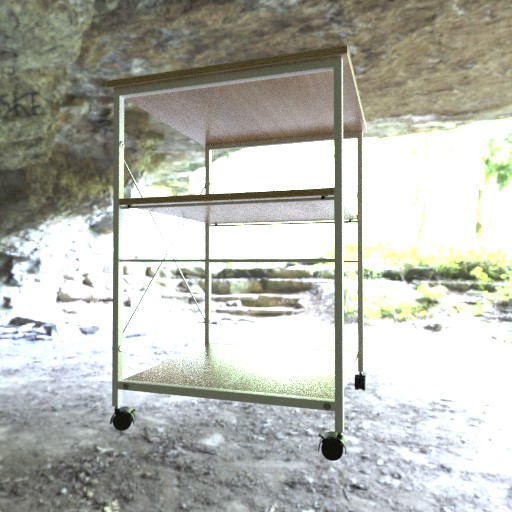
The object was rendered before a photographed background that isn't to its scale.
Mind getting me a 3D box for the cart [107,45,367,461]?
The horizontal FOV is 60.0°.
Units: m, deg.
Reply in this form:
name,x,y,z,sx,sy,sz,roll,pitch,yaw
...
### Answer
name,x,y,z,sx,sy,sz,roll,pitch,yaw
cart,0.000,0.000,1.132,0.520,0.762,0.521,0,-1,18
